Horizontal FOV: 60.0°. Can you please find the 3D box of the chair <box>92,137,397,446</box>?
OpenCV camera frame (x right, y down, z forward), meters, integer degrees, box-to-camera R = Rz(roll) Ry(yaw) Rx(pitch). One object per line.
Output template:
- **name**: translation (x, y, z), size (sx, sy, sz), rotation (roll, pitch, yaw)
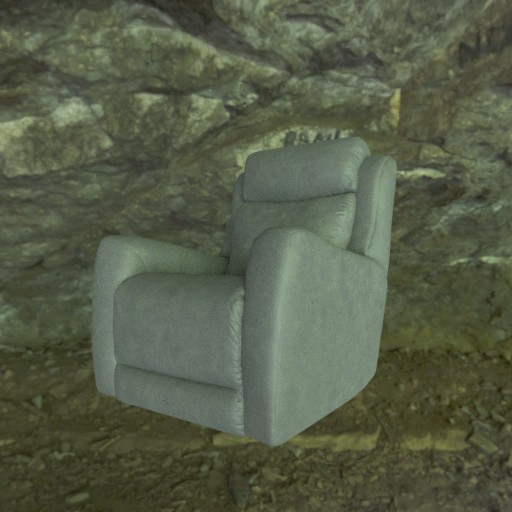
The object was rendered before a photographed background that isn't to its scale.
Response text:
- **chair**: translation (0.000, 0.000, 1.924), size (0.967, 1.116, 1.068), rotation (0, 1, 37)
